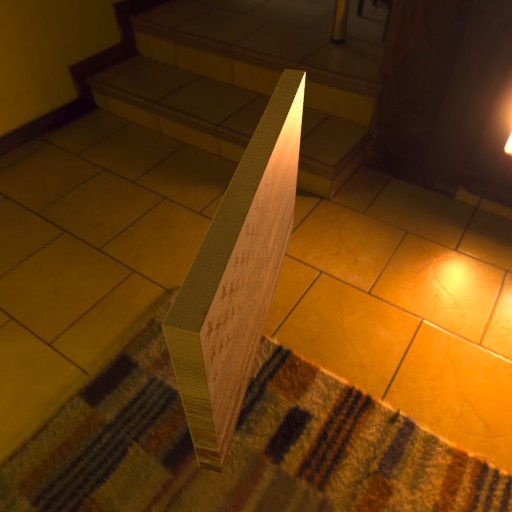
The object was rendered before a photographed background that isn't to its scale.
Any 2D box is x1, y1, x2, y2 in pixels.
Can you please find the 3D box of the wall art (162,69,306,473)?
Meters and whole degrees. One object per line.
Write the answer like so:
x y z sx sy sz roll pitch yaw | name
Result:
0.000 0.000 0.785 0.041 0.407 0.606 10 47 10 | wall art
